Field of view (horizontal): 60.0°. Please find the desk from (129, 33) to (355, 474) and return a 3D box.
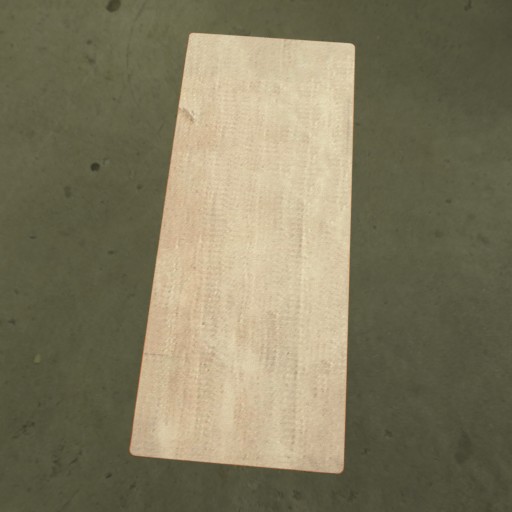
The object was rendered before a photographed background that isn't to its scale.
[{"bbox_3d":[0.000,0.000,1.710,0.574,0.756,1.353,4,75,1],"label":"desk"}]
